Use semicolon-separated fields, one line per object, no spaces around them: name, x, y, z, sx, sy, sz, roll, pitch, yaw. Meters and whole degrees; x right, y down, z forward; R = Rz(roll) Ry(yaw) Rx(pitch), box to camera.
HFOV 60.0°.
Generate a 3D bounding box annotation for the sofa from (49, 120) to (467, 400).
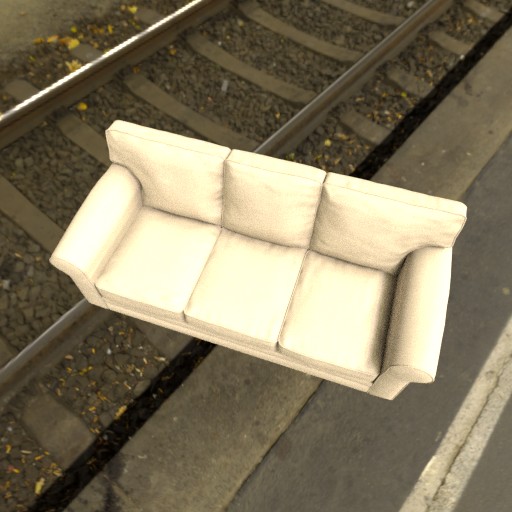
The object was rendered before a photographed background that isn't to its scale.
sofa;0.000;0.000;2.616;2.118;0.889;0.998;16;59;10
